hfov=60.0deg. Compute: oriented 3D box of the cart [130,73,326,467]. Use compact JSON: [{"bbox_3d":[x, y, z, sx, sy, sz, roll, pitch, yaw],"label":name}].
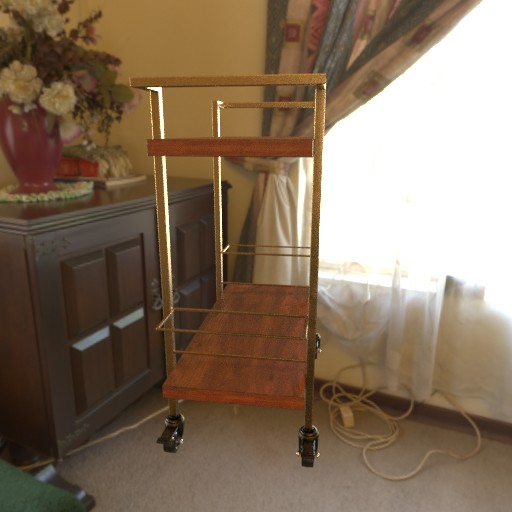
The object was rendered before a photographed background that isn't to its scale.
[{"bbox_3d":[0.000,0.000,1.165,0.364,0.807,0.695,2,16,8],"label":"cart"}]
